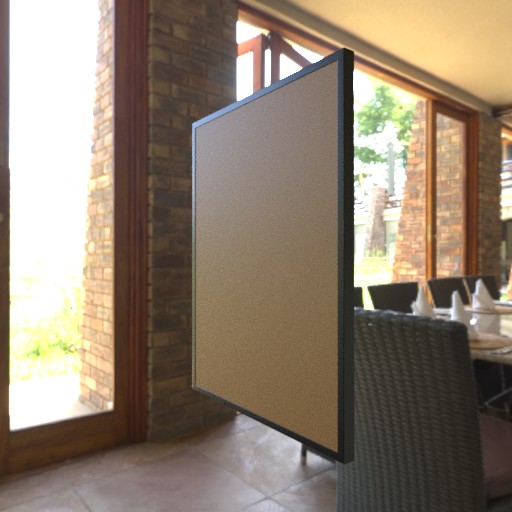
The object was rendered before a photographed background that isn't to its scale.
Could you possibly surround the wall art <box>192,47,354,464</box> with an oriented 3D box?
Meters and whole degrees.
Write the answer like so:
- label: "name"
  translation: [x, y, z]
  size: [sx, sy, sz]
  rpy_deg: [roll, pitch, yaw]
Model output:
- label: "wall art"
  translation: [0.000, 0.000, 1.461]
  size: [0.039, 1.061, 0.804]
  rpy_deg: [0, 0, -37]
